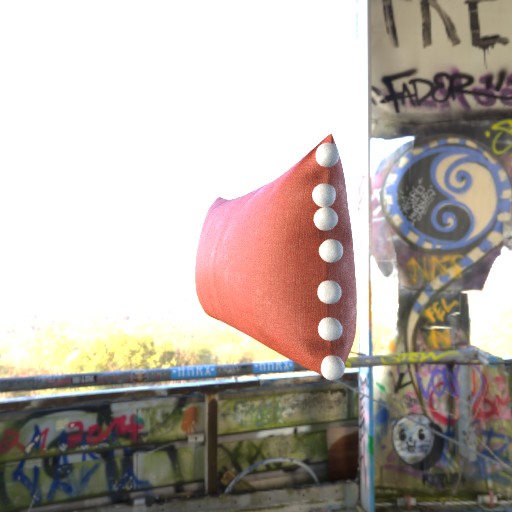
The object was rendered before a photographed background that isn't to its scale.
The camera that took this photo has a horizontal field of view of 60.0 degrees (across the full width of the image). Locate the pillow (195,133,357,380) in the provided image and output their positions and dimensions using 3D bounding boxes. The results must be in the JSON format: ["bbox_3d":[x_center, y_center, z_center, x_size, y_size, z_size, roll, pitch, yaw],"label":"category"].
[{"bbox_3d":[0.000,0.000,0.852,0.201,0.322,0.709,0,-1,-17],"label":"pillow"}]
